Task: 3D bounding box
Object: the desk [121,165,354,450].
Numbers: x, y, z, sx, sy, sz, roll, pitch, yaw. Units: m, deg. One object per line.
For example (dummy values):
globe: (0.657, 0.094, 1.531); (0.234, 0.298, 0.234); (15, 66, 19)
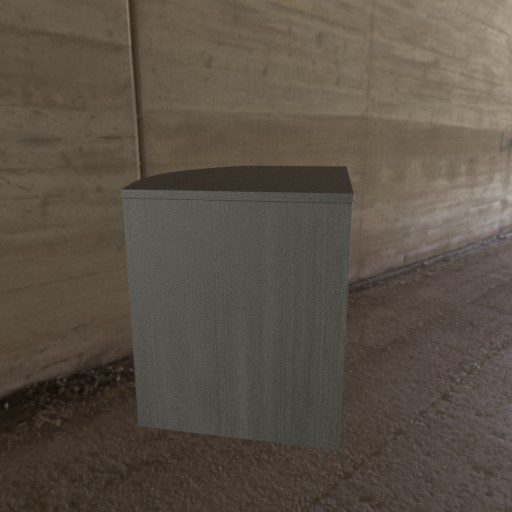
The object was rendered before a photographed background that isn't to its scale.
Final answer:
desk: (0.000, 0.000, 2.045); (0.802, 0.750, 1.600); (3, 14, 10)
